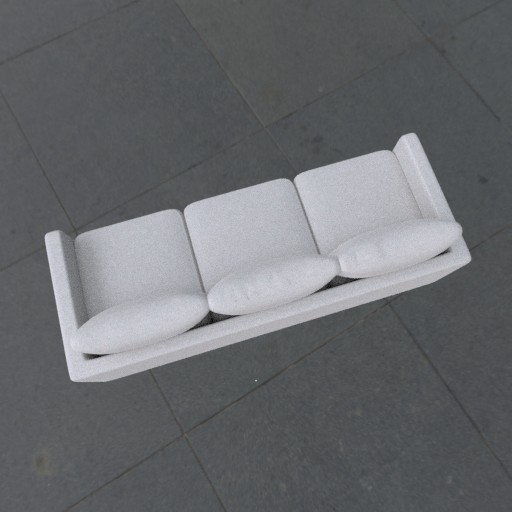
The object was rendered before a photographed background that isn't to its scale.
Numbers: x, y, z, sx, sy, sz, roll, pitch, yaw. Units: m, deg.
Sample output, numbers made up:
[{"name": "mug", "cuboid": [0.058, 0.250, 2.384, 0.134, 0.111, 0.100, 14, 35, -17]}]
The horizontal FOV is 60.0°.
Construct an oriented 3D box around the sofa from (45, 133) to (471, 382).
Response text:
[{"name": "sofa", "cuboid": [0.000, 0.000, 2.642, 2.218, 0.874, 0.859, -16, 75, -4]}]
